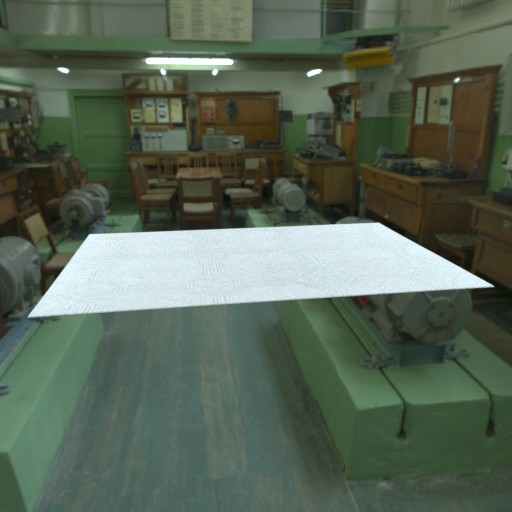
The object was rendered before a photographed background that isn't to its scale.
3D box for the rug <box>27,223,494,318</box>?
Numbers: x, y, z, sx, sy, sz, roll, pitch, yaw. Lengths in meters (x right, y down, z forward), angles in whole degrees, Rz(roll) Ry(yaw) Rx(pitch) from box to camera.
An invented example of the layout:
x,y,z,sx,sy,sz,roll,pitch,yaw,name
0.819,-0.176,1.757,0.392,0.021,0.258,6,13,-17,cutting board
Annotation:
x,y,z,sx,sy,sz,roll,pitch,yaw,name
0.000,0.000,2.994,2.440,0.008,1.524,-3,18,-9,rug
